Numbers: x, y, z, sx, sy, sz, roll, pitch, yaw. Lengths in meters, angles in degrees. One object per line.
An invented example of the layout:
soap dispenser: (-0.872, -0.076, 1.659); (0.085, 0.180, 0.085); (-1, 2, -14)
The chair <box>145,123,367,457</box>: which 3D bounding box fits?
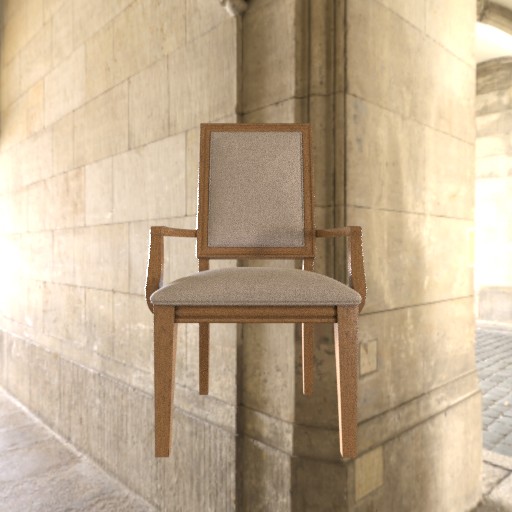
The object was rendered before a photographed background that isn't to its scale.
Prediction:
chair: (0.000, 0.000, 1.391); (0.606, 0.990, 0.602); (0, 1, 0)
